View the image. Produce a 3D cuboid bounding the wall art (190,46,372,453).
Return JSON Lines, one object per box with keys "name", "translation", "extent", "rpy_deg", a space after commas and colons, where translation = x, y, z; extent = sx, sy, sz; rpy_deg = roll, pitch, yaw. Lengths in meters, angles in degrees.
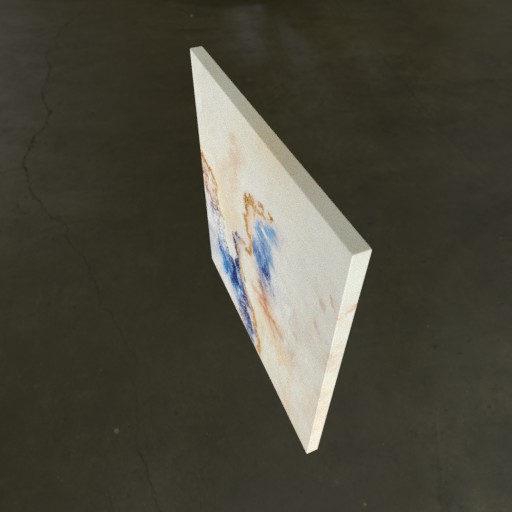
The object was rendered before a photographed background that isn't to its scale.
{"name": "wall art", "translation": [0.000, 0.000, 1.321], "extent": [0.038, 0.889, 0.889], "rpy_deg": [-17, 49, -15]}
